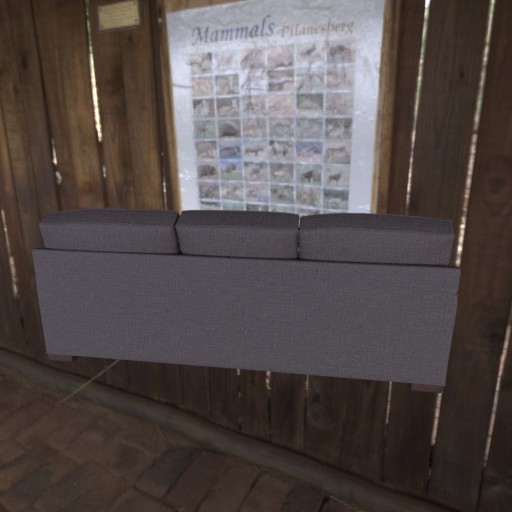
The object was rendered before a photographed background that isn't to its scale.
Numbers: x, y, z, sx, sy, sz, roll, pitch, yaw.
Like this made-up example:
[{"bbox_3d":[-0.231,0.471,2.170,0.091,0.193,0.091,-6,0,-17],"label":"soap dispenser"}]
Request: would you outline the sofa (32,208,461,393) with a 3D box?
[{"bbox_3d":[0.000,0.000,3.293,2.370,0.973,1.790,3,17,8],"label":"sofa"}]
